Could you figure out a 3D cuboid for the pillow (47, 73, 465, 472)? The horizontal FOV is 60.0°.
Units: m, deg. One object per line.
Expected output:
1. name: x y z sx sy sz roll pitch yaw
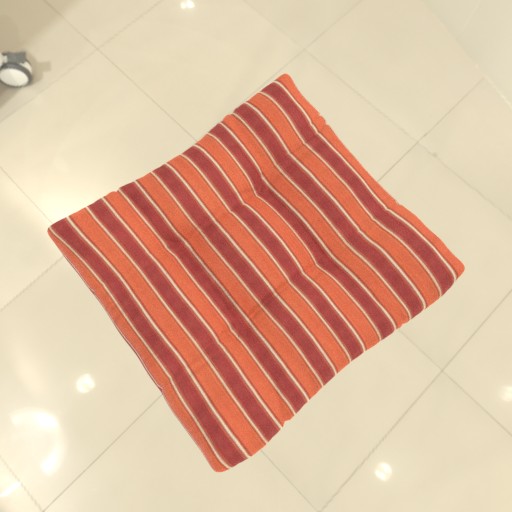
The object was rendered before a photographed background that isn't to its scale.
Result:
1. pillow: 0.000 0.000 0.721 0.490 0.133 0.468 -37 77 -10
